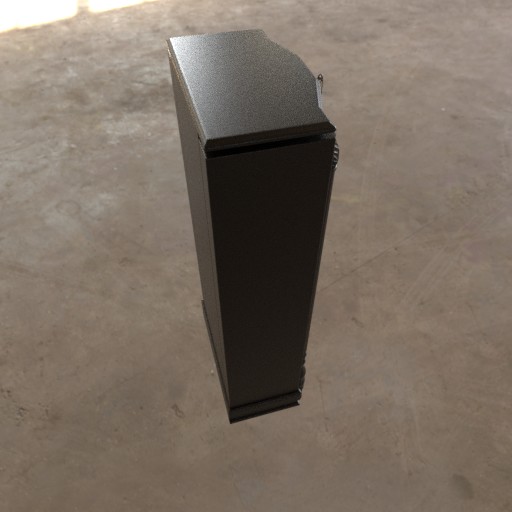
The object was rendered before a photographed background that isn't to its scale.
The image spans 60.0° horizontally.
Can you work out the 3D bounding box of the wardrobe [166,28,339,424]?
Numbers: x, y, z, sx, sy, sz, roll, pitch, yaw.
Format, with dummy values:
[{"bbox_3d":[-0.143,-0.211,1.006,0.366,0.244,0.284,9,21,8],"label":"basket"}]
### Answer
[{"bbox_3d":[0.000,0.000,1.199,0.295,1.011,0.444,-12,48,-11],"label":"wardrobe"}]
